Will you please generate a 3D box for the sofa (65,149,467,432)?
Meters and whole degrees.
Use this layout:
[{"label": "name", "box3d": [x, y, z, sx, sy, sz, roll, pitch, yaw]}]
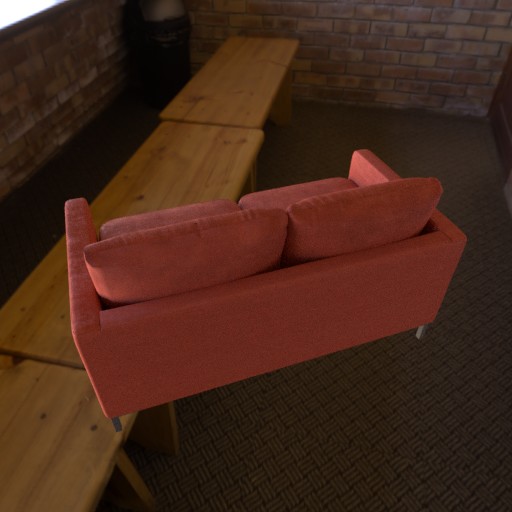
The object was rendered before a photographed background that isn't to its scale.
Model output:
[{"label": "sofa", "box3d": [0.000, 0.000, 2.067, 1.574, 0.896, 0.864, -13, 44, -15]}]
